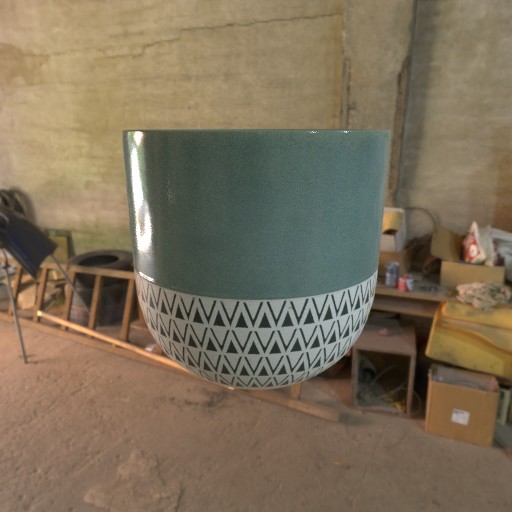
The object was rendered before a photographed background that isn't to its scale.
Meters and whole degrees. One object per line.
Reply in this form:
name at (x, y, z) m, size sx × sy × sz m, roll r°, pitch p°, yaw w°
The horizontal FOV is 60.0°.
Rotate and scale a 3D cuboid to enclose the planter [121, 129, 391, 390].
planter at (0.000, 0.000, 0.491) m, size 0.266 × 0.270 × 0.266 m, roll 0°, pitch 16°, yaw 0°
